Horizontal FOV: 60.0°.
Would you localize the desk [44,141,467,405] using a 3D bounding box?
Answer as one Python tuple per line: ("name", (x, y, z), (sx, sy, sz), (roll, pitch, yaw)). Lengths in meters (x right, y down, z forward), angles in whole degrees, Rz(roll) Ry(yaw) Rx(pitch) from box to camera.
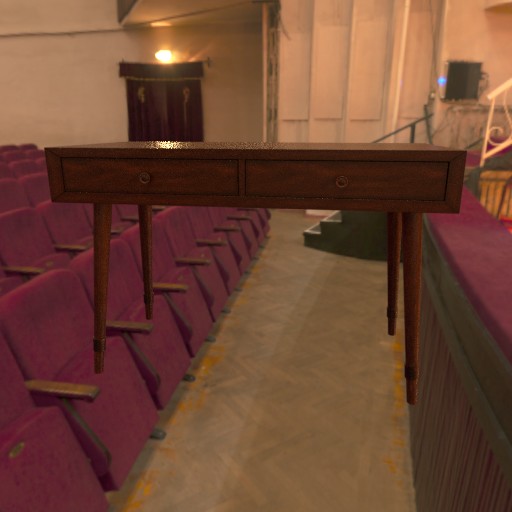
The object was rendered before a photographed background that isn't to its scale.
("desk", (0.000, 0.000, 2.120), (1.577, 1.031, 0.734), (3, 16, 9))
